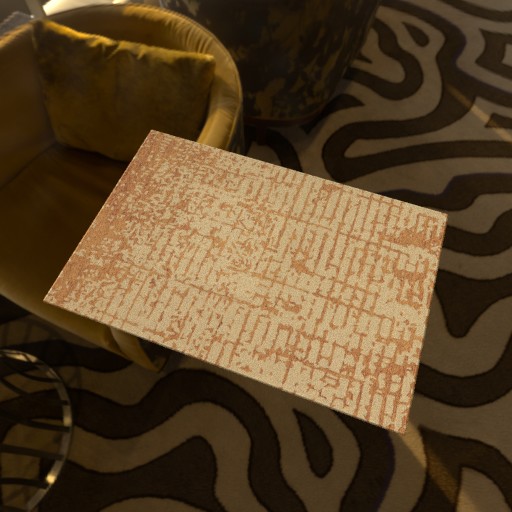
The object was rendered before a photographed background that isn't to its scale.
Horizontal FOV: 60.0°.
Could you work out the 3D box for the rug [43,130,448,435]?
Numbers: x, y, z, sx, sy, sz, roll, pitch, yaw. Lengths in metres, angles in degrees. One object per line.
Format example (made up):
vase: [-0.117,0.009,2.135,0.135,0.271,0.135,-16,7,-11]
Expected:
rug: [0.000,0.000,2.343,1.829,0.011,1.219,18,64,9]
